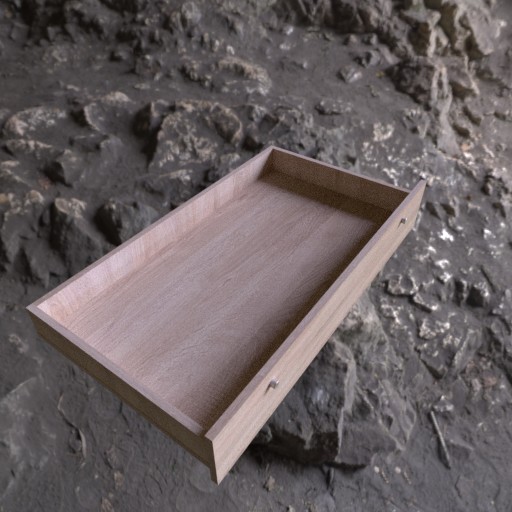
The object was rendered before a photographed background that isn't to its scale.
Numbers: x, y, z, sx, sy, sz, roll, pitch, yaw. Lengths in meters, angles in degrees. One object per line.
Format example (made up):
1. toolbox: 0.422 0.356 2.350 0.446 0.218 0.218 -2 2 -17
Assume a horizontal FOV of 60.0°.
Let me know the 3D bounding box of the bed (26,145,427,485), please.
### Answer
1. bed: 0.000 0.000 1.446 0.685 0.209 1.200 25 46 26
